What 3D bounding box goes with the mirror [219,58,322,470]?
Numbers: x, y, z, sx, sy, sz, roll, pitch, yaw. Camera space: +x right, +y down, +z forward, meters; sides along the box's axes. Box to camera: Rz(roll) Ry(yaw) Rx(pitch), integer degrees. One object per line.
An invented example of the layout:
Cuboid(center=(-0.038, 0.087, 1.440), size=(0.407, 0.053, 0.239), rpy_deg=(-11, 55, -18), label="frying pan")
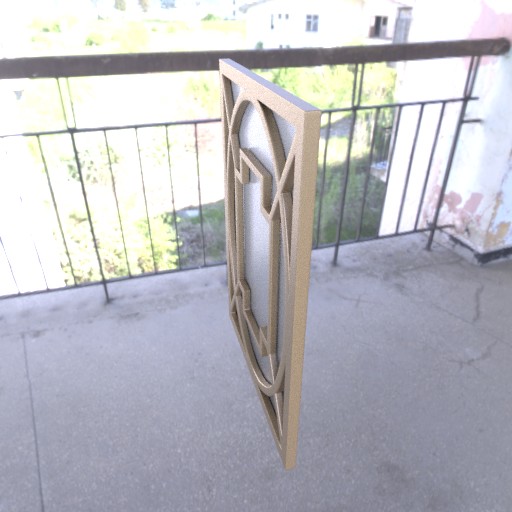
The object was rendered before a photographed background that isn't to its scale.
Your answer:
Cuboid(center=(0.000, 0.000, 1.352), size=(0.032, 1.023, 0.756), rpy_deg=(-8, 32, -13), label="mirror")
